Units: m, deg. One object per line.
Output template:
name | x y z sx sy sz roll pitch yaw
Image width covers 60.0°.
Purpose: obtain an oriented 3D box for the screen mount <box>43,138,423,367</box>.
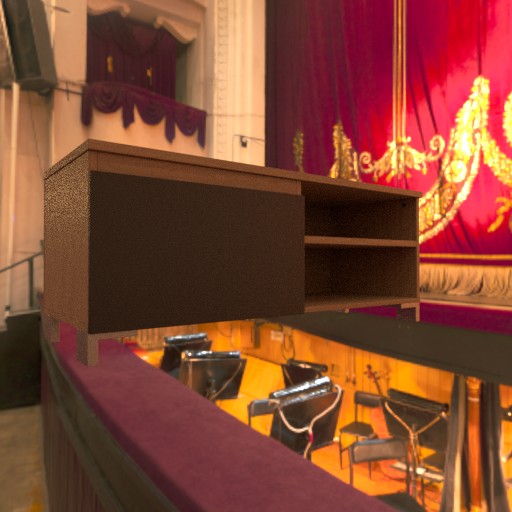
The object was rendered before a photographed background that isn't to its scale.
screen mount | 0.000 0.000 1.316 1.084 0.432 0.406 1 -1 -37
